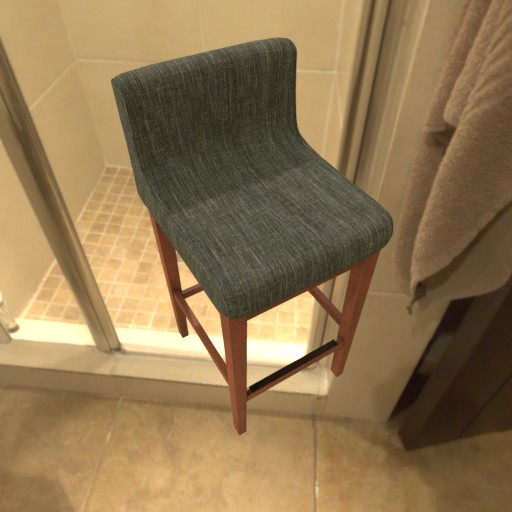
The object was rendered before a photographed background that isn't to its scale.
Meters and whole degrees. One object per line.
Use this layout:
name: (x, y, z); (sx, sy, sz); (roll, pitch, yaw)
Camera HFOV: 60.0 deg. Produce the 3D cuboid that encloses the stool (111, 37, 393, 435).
stool: (0.000, 0.000, 1.073); (0.395, 0.835, 0.459); (-24, 50, -21)
